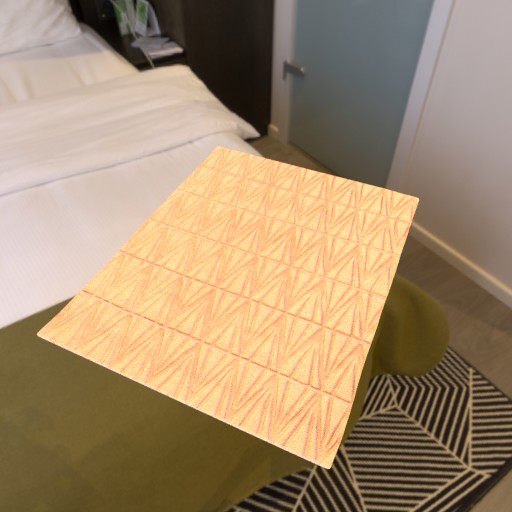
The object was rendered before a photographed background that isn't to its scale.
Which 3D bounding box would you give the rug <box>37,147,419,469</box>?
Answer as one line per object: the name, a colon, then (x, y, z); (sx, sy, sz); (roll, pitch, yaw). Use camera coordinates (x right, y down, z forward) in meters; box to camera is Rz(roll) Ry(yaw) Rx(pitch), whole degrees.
rug: (0.000, 0.000, 4.129); (2.453, 0.043, 3.052); (18, 48, 17)
